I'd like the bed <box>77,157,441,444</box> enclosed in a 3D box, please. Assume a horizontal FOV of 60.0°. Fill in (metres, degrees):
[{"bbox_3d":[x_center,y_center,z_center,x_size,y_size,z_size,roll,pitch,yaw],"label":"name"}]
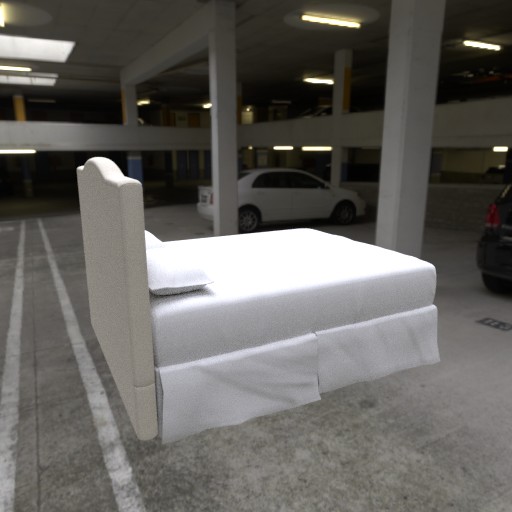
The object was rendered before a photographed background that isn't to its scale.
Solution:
[{"bbox_3d":[0.000,0.000,3.278,2.196,1.449,1.741,-7,16,-27],"label":"bed"}]
